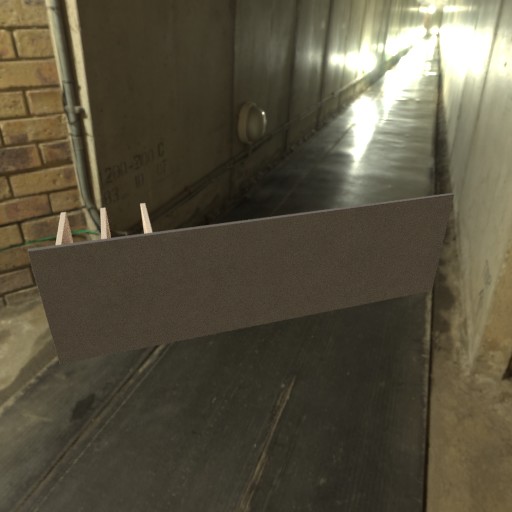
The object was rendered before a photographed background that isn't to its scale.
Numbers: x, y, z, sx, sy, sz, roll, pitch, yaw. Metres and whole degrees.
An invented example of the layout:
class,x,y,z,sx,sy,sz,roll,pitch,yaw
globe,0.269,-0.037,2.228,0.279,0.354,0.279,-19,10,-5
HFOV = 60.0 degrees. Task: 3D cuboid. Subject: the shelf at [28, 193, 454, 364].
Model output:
class,x,y,z,sx,sy,sz,roll,pitch,yaw
shelf,0.000,0.000,1.175,1.020,0.300,0.200,-9,30,-15
